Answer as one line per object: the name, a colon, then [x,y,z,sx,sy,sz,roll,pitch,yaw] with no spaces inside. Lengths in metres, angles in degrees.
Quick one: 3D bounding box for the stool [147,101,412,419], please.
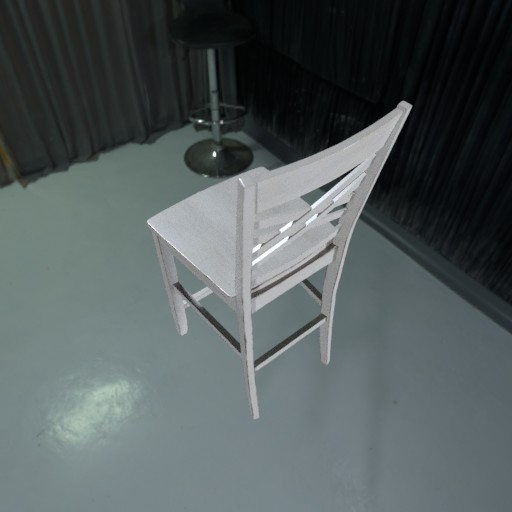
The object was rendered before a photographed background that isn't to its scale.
stool: [0.000,0.000,1.389,0.462,1.079,0.539,-30,53,-25]
